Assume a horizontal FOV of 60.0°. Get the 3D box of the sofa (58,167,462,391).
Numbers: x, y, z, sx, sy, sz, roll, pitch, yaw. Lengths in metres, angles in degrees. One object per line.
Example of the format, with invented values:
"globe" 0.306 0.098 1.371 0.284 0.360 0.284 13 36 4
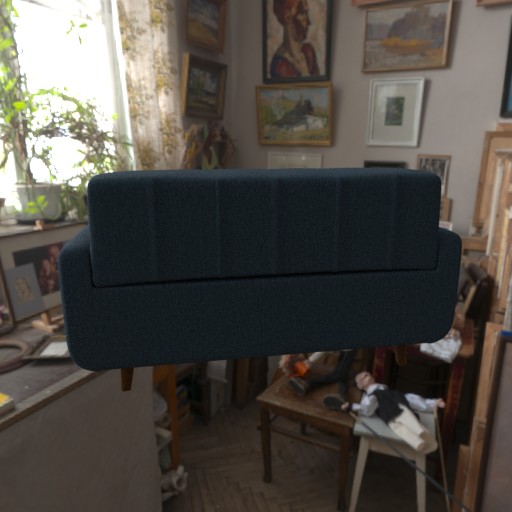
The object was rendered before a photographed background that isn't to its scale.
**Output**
"sofa" 0.000 0.000 2.230 1.651 0.896 0.942 -3 15 -10
